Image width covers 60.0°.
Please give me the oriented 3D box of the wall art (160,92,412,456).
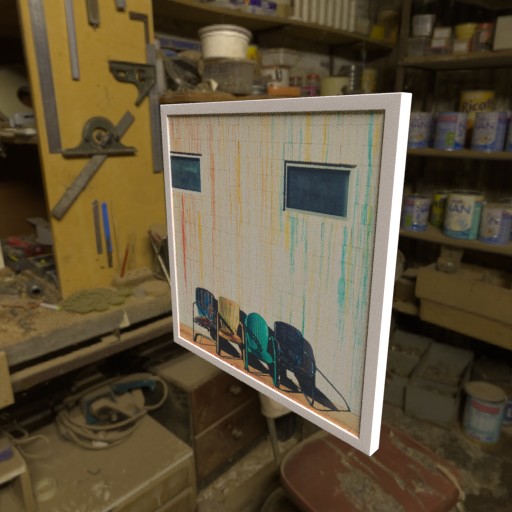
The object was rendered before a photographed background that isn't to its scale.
[{"bbox_3d":[0.000,0.000,1.149,0.036,0.760,0.760,-16,23,-42],"label":"wall art"}]
